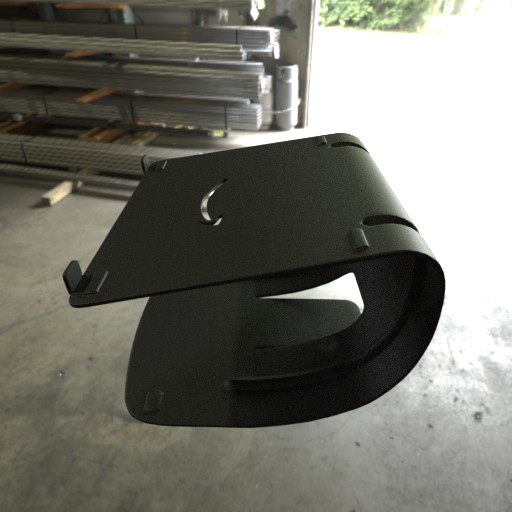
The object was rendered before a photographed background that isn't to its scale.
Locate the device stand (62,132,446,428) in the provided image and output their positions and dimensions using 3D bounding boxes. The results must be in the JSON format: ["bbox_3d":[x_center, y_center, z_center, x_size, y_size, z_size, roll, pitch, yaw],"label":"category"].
[{"bbox_3d":[0.000,0.000,0.396,0.236,0.155,0.256,0,32,1],"label":"device stand"}]
